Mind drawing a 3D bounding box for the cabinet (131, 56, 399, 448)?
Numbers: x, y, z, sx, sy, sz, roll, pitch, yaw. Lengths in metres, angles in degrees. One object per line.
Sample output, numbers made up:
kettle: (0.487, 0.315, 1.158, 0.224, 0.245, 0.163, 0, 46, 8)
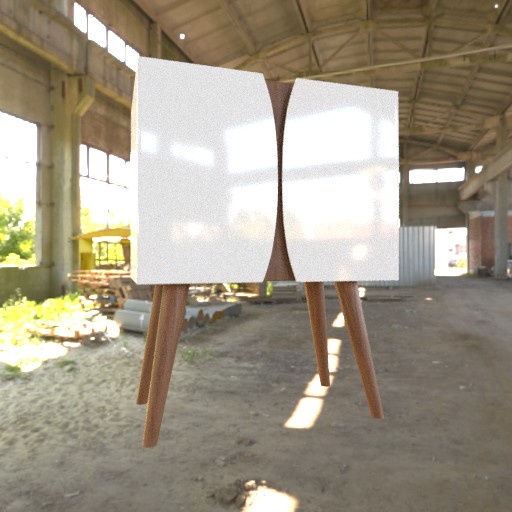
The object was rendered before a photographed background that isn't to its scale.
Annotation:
cabinet: (0.000, 0.000, 1.106, 0.591, 0.772, 0.344, 0, -1, -18)
